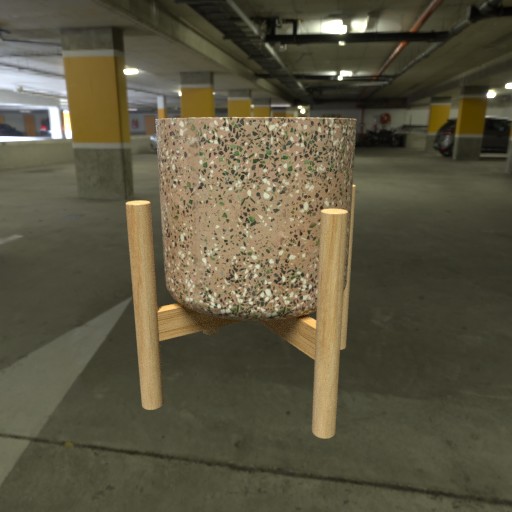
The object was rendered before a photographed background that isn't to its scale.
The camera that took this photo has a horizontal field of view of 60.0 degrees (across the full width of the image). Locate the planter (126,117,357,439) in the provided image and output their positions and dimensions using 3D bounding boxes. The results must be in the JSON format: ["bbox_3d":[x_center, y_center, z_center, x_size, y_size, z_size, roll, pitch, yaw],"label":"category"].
[{"bbox_3d":[0.000,0.000,0.545,0.284,0.320,0.284,-2,16,-8],"label":"planter"}]
